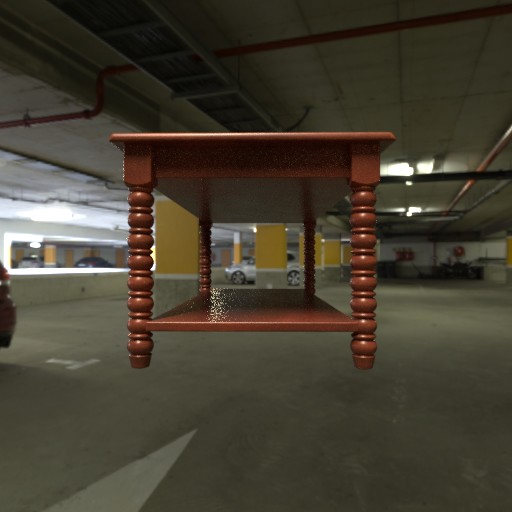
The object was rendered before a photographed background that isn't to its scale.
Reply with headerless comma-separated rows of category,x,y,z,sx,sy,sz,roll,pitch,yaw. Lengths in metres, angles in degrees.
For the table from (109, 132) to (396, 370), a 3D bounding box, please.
table,0.000,0.000,1.468,0.580,0.485,1.171,0,-1,1
